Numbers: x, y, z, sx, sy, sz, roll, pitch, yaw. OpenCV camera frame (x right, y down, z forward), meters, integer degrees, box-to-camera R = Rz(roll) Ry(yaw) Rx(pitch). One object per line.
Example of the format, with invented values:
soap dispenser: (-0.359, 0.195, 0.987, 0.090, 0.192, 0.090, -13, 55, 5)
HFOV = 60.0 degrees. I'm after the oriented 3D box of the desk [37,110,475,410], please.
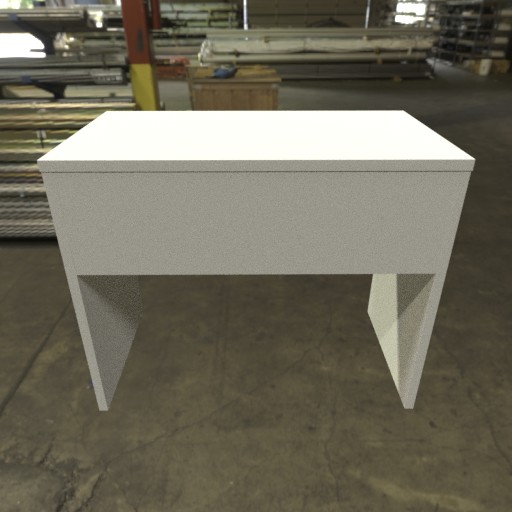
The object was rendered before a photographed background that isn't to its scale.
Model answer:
desk: (0.000, 0.000, 1.304, 0.900, 0.729, 0.498, 0, 29, 0)
